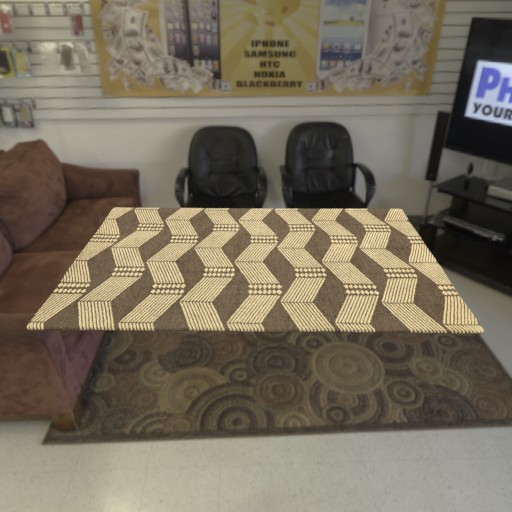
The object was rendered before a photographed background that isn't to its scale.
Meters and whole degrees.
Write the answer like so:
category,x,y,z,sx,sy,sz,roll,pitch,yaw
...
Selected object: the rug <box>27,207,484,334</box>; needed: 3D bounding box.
category,x,y,z,sx,sy,sz,roll,pitch,yaw
rug,0.000,0.000,2.290,1.833,0.016,1.210,0,30,1
